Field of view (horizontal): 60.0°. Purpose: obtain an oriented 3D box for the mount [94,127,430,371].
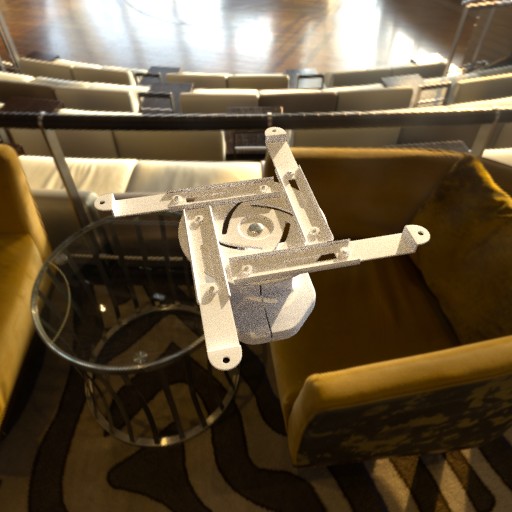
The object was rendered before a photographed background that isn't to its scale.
[{"bbox_3d":[0.000,0.000,0.601,0.394,0.141,0.394,-9,48,-8],"label":"mount"}]
